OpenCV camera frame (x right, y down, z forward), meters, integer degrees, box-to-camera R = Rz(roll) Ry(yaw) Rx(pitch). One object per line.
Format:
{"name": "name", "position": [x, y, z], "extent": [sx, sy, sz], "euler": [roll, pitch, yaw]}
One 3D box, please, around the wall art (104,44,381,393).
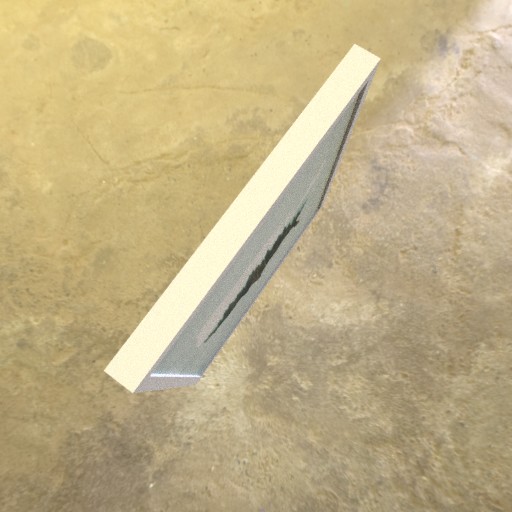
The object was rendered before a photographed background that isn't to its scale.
{"name": "wall art", "position": [0.000, 0.000, 0.770], "extent": [0.040, 0.509, 0.509], "euler": [34, 77, 9]}
